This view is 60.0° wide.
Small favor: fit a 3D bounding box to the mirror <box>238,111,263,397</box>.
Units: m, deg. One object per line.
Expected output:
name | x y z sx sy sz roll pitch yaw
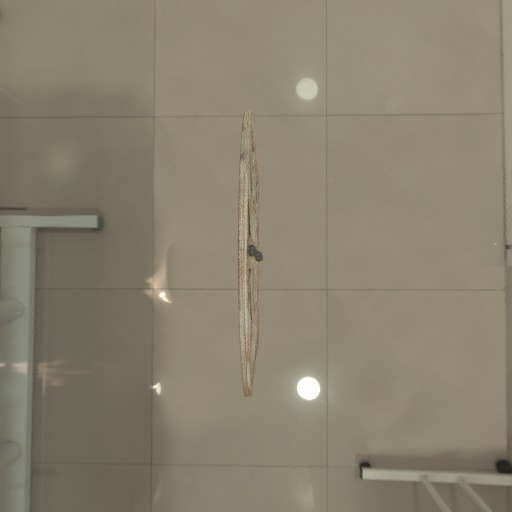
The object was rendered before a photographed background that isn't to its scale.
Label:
mirror | 0.000 0.000 1.159 0.032 0.915 0.609 0 89 2
